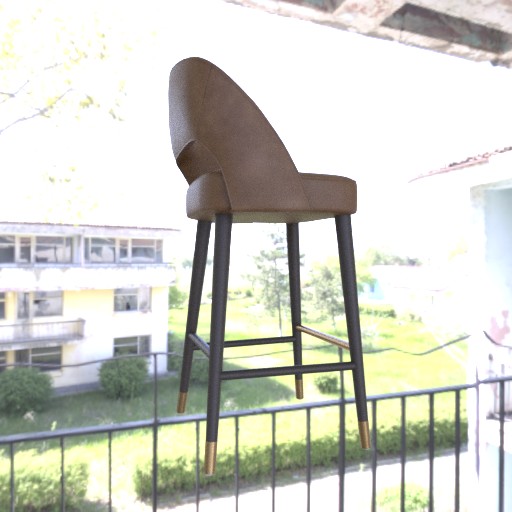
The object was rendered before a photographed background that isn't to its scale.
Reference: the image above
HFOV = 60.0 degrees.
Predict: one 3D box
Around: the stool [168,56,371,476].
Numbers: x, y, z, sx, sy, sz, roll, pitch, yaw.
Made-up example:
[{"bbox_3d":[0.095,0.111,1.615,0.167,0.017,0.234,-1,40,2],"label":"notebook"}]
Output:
[{"bbox_3d":[0.000,0.000,1.319,0.509,1.037,0.494,0,0,-19],"label":"stool"}]
